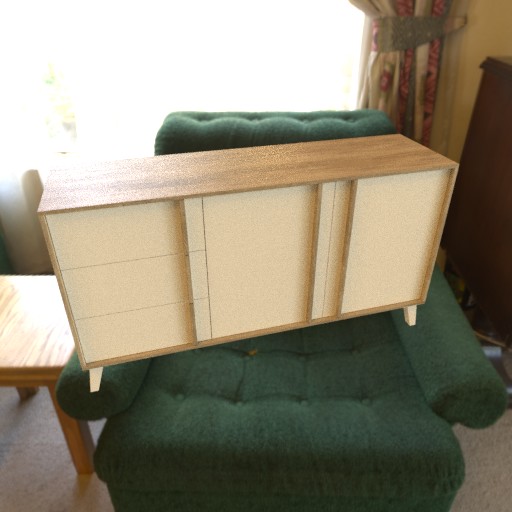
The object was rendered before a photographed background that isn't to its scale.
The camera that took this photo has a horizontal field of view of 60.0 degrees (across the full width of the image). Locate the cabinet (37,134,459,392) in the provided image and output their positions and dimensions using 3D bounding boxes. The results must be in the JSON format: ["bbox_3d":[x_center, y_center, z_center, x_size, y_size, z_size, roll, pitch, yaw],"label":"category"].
[{"bbox_3d":[0.000,0.000,2.031,1.600,0.870,0.450,-9,32,-14],"label":"cabinet"}]
